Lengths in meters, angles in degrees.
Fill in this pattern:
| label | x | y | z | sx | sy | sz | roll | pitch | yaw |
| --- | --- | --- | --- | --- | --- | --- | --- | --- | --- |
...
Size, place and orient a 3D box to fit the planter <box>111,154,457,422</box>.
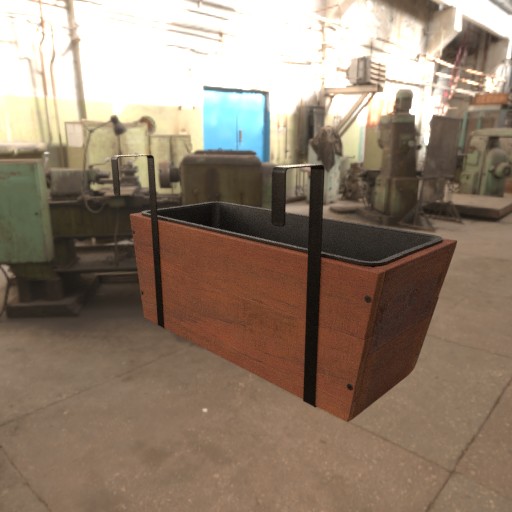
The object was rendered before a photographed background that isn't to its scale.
| label | x | y | z | sx | sy | sz | roll | pitch | yaw |
| --- | --- | --- | --- | --- | --- | --- | --- | --- | --- |
| planter | 0.000 | 0.000 | 0.660 | 0.480 | 0.289 | 0.262 | 15 | 21 | 43 |
